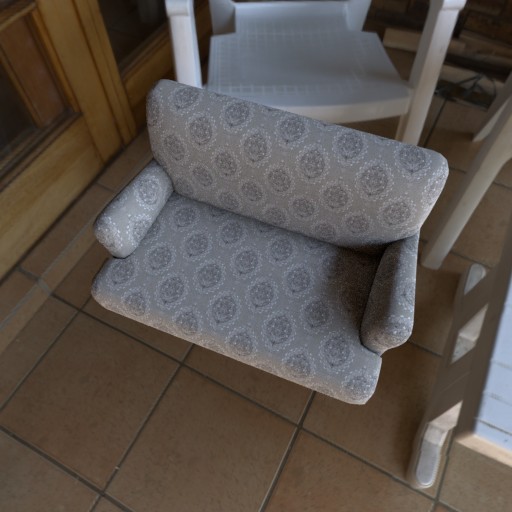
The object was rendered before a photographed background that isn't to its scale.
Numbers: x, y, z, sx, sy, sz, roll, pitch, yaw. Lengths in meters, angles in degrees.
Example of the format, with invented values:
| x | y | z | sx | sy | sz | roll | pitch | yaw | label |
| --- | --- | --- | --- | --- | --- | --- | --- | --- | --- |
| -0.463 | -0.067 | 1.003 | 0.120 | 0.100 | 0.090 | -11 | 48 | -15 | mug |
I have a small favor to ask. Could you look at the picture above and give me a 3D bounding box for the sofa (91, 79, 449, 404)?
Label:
| x | y | z | sx | sy | sz | roll | pitch | yaw | label |
| --- | --- | --- | --- | --- | --- | --- | --- | --- | --- |
| 0.000 | 0.000 | 1.842 | 1.297 | 0.889 | 0.779 | 19 | 61 | 11 | sofa |
